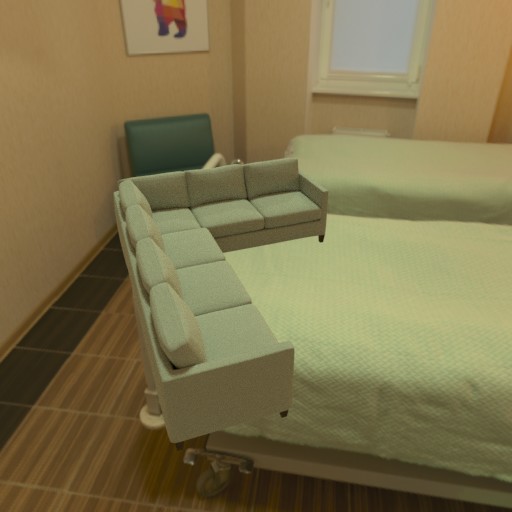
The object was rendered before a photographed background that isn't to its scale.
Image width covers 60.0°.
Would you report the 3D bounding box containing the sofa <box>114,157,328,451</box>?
[{"bbox_3d":[0.000,0.000,4.549,2.522,0.934,3.333,-11,32,-18],"label":"sofa"}]
